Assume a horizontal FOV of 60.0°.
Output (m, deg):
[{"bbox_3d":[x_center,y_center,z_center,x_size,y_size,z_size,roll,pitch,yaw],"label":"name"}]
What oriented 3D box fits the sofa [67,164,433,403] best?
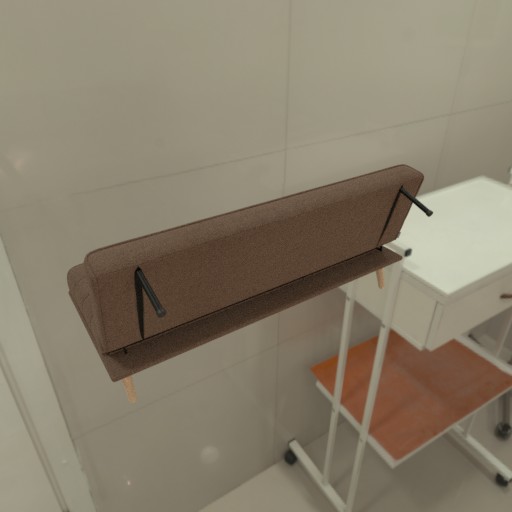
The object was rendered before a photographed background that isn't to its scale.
[{"bbox_3d":[0.000,0.000,2.411,1.820,0.810,1.038,-19,36,-28],"label":"sofa"}]
